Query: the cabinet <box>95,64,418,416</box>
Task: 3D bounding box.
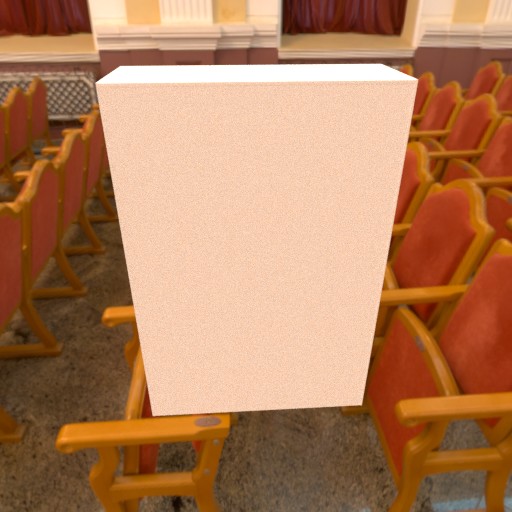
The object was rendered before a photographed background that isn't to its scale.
[{"bbox_3d":[0.000,0.000,2.469,1.290,1.910,0.510,-2,30,-3],"label":"cabinet"}]
